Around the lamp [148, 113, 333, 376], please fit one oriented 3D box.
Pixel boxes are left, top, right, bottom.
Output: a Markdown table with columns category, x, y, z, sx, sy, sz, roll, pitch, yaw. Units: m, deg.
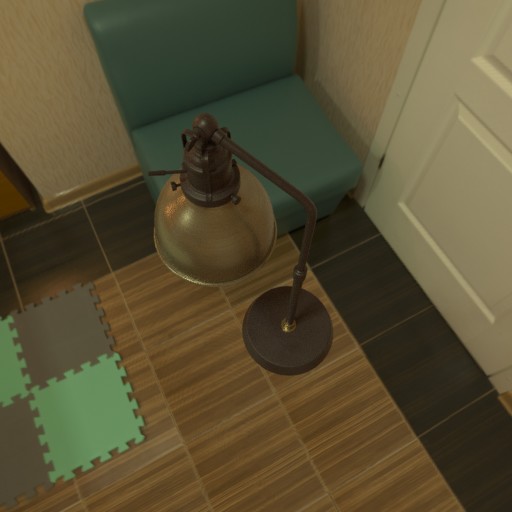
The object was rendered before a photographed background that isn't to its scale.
| category | x | y | z | sx | sy | sz | roll | pitch | yaw |
| --- | --- | --- | --- | --- | --- | --- | --- | --- | --- |
| lamp | 0.000 | 0.000 | 0.609 | 0.298 | 0.469 | 0.175 | 30 | 67 | 14 |
